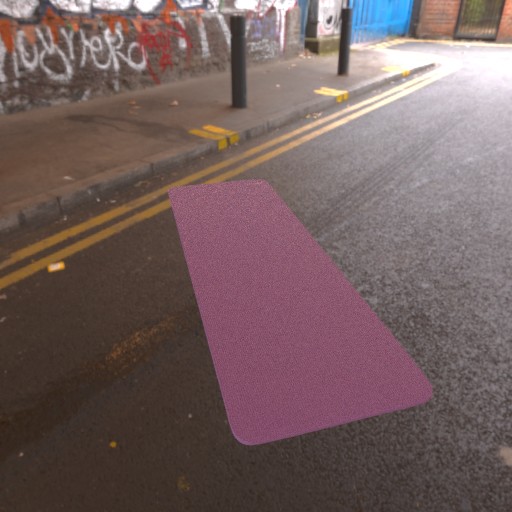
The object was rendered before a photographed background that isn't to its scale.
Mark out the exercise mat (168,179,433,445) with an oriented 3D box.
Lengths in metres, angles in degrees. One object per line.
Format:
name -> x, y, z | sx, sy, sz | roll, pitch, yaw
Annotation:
exercise mat -> 0.000, 0.000, 1.998 | 0.616, 0.021, 1.869 | -8, 31, -13
